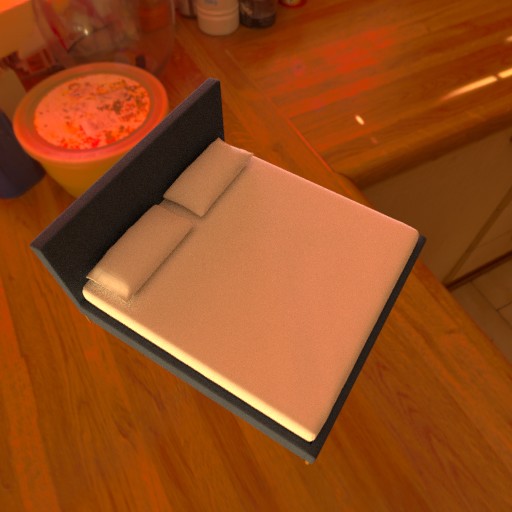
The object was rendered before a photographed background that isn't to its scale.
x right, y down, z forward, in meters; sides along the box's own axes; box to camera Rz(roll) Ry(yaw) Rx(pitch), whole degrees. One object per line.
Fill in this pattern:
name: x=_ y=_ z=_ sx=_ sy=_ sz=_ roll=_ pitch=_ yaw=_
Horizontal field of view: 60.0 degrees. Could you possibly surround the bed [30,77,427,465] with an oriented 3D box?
bed: x=0.000 y=0.000 z=3.556 sx=2.232 sy=1.231 sz=2.096 roll=28 pitch=62 yaw=16
